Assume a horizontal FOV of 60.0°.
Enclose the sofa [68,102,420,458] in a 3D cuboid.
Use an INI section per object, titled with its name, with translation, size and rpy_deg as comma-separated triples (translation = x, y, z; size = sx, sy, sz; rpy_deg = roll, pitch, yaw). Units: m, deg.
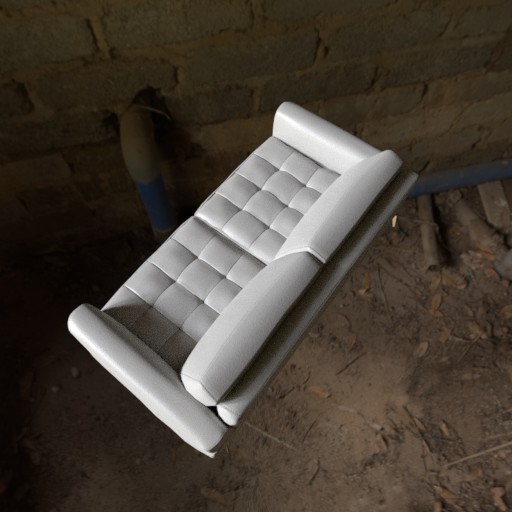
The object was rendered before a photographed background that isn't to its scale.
[sofa]
translation = 0.000, 0.000, 2.788
size = 1.121, 0.930, 2.177
rpy_deg = 35, 68, 16
